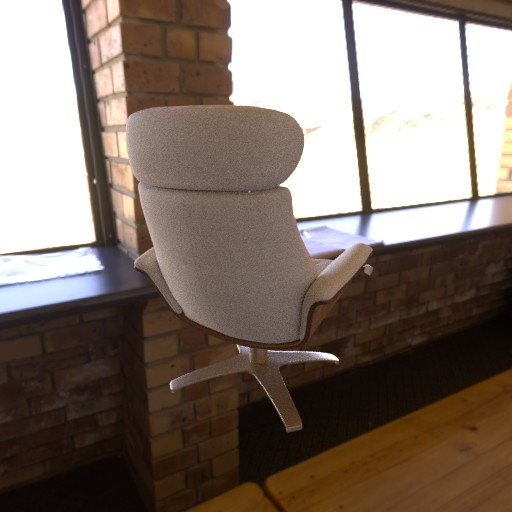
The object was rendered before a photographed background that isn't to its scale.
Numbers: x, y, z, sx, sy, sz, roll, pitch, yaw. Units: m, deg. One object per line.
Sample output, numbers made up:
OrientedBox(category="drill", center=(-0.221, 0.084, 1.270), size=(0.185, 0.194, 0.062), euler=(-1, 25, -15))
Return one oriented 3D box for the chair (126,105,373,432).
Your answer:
OrientedBox(category="chair", center=(0.000, 0.000, 1.598), size=(0.785, 0.995, 0.837), euler=(8, 17, 26))
